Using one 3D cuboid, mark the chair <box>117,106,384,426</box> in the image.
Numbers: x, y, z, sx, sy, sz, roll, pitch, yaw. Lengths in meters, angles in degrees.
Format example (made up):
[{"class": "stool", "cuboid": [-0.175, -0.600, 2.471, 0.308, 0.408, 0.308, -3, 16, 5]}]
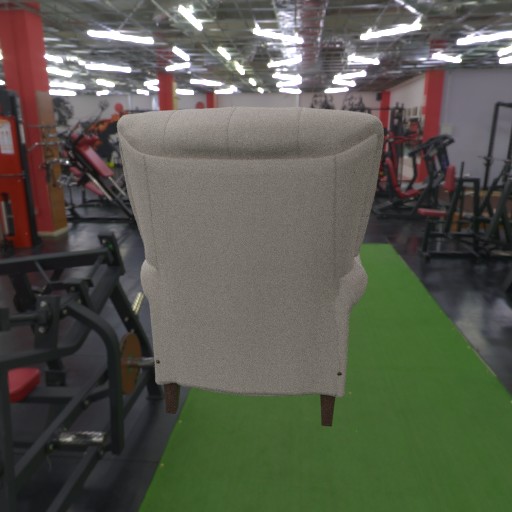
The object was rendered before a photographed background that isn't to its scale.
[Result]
[{"class": "chair", "cuboid": [0.000, 0.000, 1.946, 0.942, 1.209, 1.025, 2, 16, 7]}]
